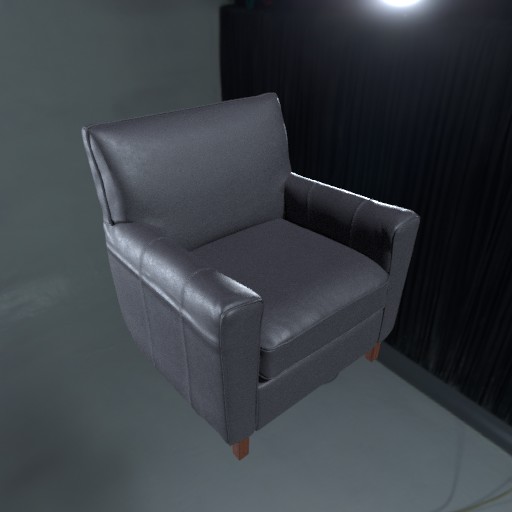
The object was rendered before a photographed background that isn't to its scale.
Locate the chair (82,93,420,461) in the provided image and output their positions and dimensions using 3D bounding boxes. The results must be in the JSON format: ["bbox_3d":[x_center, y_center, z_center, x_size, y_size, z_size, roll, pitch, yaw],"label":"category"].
[{"bbox_3d":[0.000,0.000,1.626,0.870,0.943,0.825,-24,38,-33],"label":"chair"}]
